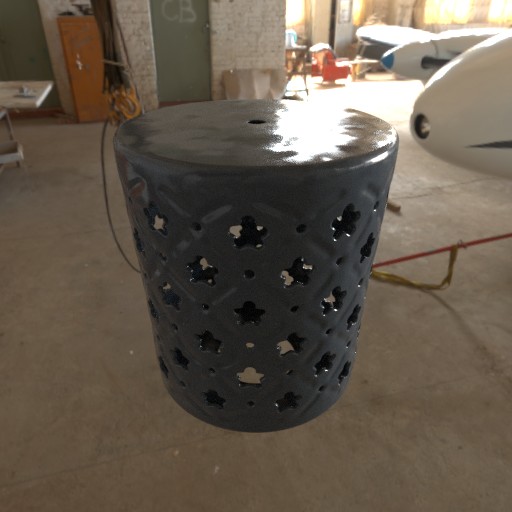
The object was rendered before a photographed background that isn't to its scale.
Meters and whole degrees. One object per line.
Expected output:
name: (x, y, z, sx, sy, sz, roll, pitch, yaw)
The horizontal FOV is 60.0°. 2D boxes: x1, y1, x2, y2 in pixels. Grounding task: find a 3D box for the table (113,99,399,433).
table: (0.000, 0.000, 0.650, 0.352, 0.387, 0.352, 0, 30, 0)
